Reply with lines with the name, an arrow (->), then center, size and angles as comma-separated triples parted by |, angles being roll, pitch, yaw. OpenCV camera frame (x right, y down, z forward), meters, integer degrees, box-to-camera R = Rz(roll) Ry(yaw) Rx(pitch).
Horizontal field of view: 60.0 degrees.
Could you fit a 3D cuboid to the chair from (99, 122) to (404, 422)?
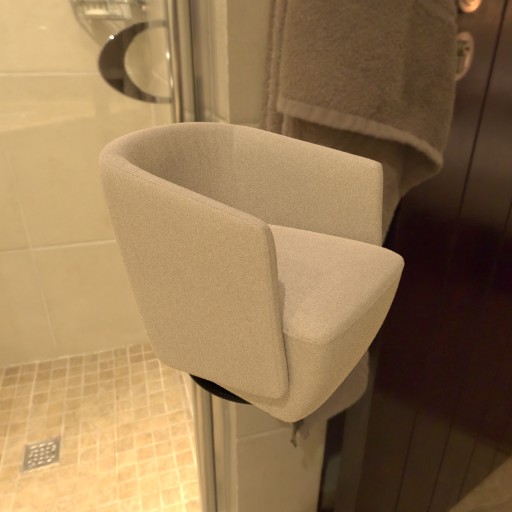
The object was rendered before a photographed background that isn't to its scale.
chair -> 0.000, 0.000, 1.666 | 0.986, 0.861, 0.822 | 18, 31, 32
